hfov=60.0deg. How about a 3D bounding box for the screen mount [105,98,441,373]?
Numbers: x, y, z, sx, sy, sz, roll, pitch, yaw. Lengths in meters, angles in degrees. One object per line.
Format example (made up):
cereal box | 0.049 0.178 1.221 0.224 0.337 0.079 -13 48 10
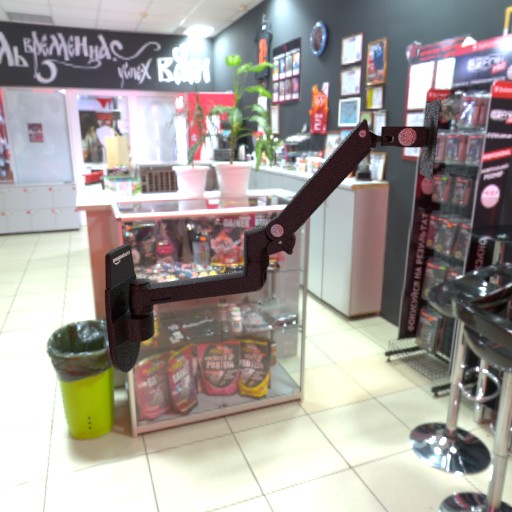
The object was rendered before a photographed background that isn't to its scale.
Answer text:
screen mount | 0.000 0.000 0.716 0.495 0.466 0.115 3 16 11
